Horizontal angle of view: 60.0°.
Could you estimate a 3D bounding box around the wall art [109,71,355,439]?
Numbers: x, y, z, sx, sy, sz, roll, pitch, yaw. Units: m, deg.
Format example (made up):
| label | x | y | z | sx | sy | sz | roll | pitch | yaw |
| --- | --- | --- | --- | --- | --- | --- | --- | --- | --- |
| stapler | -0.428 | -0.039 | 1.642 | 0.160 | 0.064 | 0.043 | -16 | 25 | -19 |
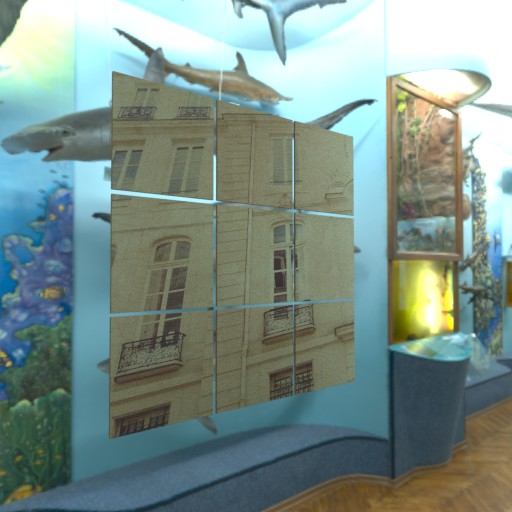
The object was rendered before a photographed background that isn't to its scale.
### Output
| label | x | y | z | sx | sy | sz | roll | pitch | yaw |
| --- | --- | --- | --- | --- | --- | --- | --- | --- | --- |
| wall art | 0.000 | 0.000 | 2.305 | 1.526 | 1.522 | 0.023 | 1 | -2 | -38 |
